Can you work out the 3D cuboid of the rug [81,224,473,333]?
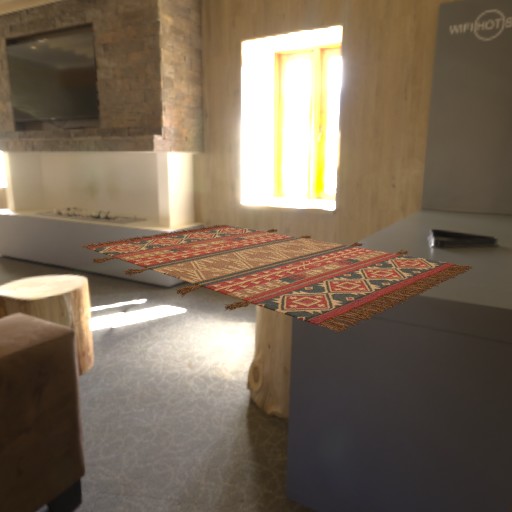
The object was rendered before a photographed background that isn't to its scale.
[{"bbox_3d":[0.000,0.000,2.602,1.469,0.040,2.025,-13,18,-43],"label":"rug"}]
